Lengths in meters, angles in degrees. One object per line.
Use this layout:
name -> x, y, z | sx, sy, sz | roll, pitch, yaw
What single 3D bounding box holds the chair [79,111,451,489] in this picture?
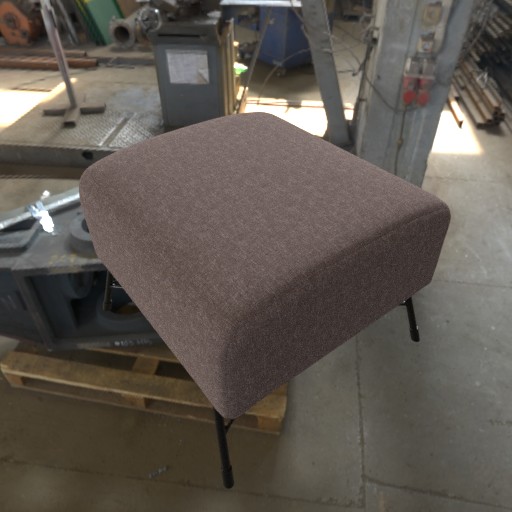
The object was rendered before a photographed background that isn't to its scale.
chair -> 0.000, 0.000, 0.899 | 0.530, 0.410, 0.530 | -27, 47, -28
